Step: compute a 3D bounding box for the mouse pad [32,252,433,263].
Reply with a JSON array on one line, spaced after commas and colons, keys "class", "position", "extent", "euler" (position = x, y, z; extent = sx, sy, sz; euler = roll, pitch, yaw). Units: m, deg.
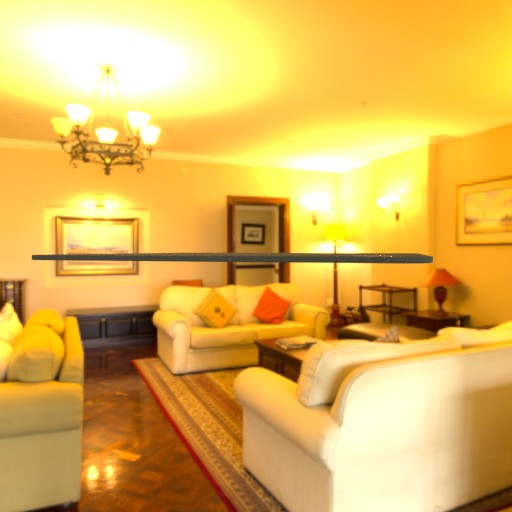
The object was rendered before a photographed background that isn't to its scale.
[{"class": "mouse pad", "position": [0.000, 0.000, 0.321], "extent": [0.229, 0.003, 0.203], "euler": [0, 1, 18]}]
